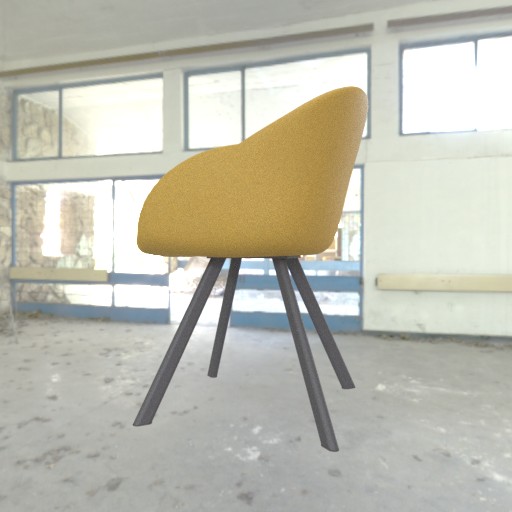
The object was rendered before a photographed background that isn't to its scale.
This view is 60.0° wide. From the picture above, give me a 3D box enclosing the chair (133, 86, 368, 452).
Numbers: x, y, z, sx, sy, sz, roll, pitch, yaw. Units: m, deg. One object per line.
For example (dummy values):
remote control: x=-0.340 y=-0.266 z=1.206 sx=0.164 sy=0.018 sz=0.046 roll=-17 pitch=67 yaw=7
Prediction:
chair: x=0.000 y=0.000 z=1.190 sx=0.583 sy=0.793 sz=0.551 roll=0 pitch=0 yaw=17
